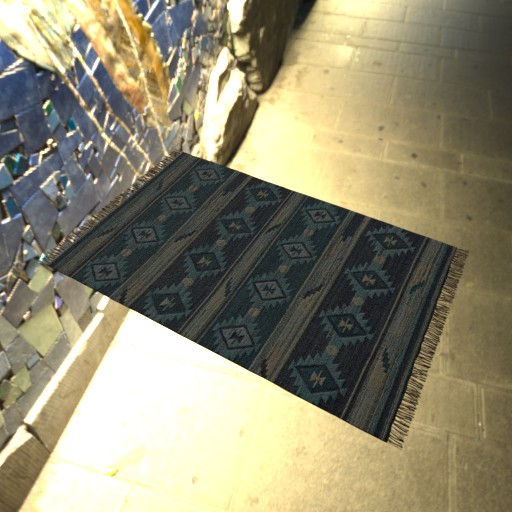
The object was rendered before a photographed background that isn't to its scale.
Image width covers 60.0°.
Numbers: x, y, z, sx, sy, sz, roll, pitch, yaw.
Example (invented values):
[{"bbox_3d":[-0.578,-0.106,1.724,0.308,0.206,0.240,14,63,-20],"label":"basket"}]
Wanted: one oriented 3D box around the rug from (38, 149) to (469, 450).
[{"bbox_3d":[0.000,0.000,2.314,1.936,0.028,1.181,23,51,20],"label":"rug"}]
